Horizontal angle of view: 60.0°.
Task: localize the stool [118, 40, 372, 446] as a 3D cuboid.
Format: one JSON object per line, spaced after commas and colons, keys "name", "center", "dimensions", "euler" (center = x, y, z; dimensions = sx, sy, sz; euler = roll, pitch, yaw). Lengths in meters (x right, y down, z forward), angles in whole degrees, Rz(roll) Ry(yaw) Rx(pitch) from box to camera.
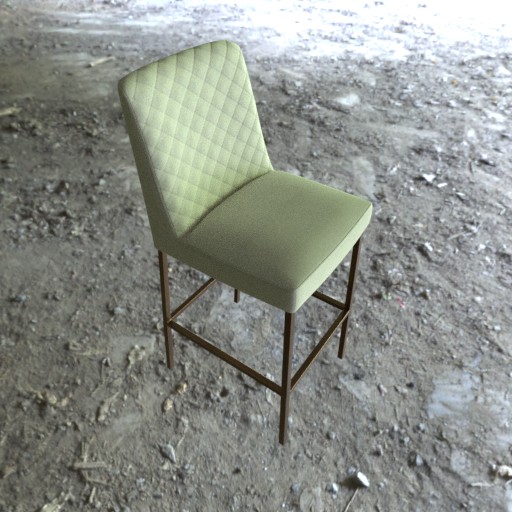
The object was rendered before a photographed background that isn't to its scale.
{"name": "stool", "center": [0.000, 0.000, 1.353], "dimensions": [0.546, 1.084, 0.462], "euler": [25, 47, 26]}
